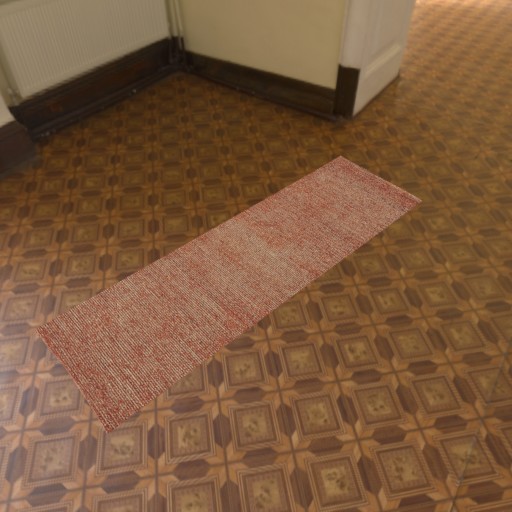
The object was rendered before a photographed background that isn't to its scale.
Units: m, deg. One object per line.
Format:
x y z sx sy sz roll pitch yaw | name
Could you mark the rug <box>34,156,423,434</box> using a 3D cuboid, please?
0.000 0.000 2.588 2.353 0.013 0.718 -33 54 -28 | rug
